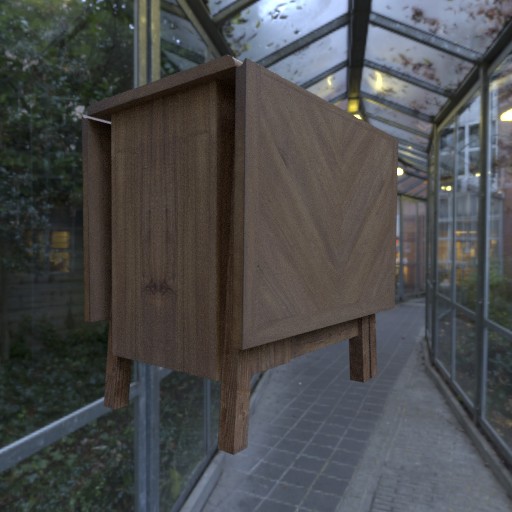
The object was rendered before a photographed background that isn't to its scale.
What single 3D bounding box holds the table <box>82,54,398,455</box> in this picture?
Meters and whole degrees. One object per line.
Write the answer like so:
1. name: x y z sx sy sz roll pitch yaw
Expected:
1. table: 0.000 0.000 1.630 0.701 0.981 0.967 1 1 38
